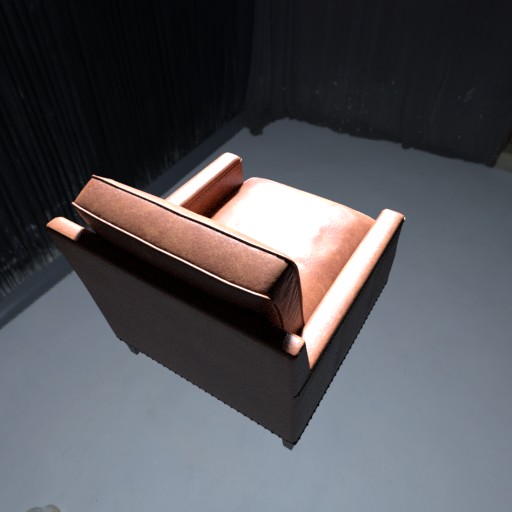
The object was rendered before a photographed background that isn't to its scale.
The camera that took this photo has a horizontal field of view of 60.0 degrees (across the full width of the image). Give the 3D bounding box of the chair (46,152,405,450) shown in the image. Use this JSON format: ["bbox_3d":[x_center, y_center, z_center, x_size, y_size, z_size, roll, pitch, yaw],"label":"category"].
[{"bbox_3d":[0.000,0.000,1.681,0.853,0.943,1.014,24,50,22],"label":"chair"}]
